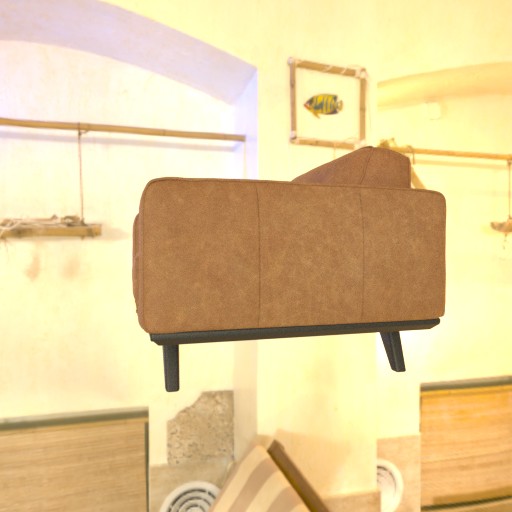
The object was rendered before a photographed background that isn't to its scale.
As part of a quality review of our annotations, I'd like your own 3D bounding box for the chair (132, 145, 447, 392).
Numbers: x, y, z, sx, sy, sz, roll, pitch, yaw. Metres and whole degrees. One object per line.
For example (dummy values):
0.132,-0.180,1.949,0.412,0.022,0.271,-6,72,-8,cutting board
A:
0.000,0.000,1.766,0.952,0.782,1.118,0,0,-17,chair
